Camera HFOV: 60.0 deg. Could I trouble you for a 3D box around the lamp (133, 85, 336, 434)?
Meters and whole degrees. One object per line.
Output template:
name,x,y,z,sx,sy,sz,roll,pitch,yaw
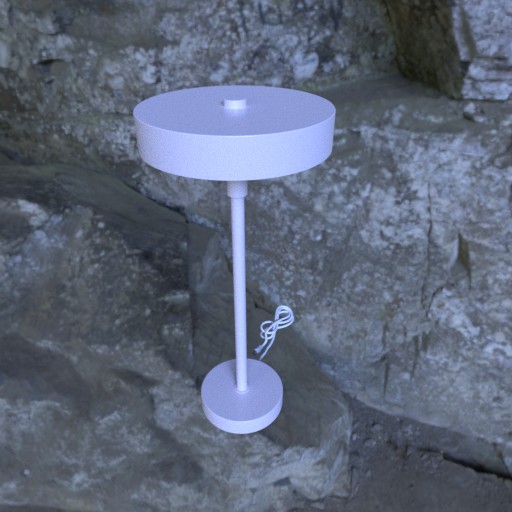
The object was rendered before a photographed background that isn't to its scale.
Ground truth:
lamp,0.000,0.000,0.696,0.229,0.508,0.369,11,34,17
